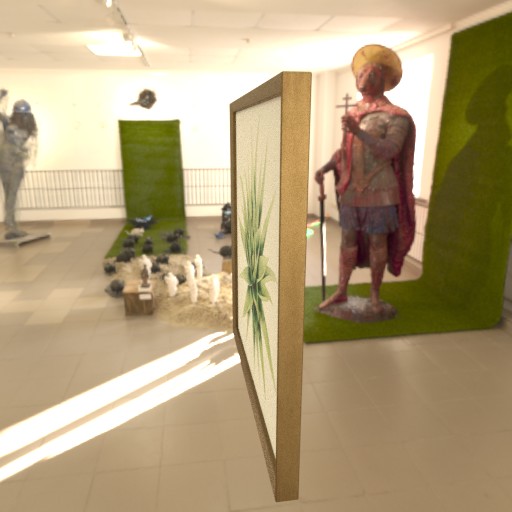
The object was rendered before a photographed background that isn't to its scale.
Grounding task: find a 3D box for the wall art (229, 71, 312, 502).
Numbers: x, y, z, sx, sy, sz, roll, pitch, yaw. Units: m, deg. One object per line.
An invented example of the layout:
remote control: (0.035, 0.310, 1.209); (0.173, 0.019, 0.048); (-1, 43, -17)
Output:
wall art: (0.000, 0.000, 0.732); (0.030, 0.506, 0.503); (-2, 16, -9)
